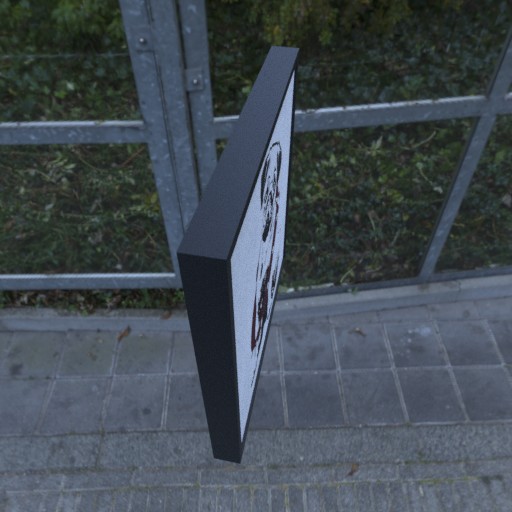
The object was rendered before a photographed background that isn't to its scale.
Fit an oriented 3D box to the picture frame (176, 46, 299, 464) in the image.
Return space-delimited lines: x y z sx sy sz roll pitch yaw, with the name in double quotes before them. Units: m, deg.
"picture frame" 0.000 0.000 0.475 0.030 0.317 0.317 8 46 8
